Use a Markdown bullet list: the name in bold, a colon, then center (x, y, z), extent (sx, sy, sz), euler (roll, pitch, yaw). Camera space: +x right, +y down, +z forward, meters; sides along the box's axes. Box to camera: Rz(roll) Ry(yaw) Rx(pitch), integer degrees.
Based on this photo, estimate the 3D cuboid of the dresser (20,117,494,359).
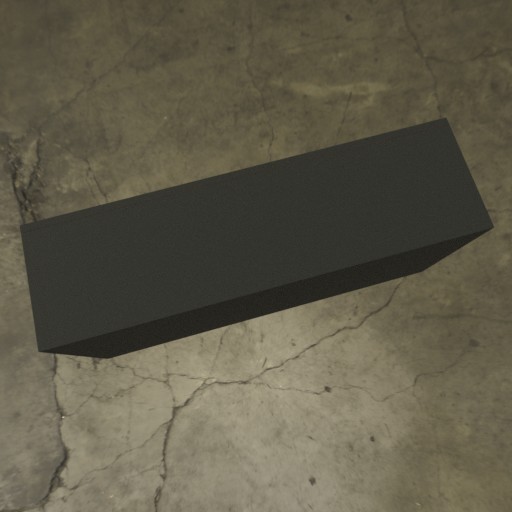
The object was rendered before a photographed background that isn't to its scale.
- **dresser**: center (0.000, 0.000, 1.935), extent (1.558, 0.872, 0.463), euler (-15, 76, -4)
